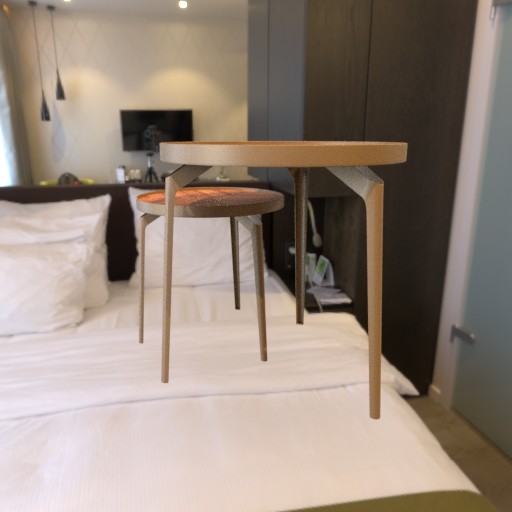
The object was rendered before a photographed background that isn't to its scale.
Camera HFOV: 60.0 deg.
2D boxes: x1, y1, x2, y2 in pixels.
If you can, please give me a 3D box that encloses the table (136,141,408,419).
[{"bbox_3d":[0.000,0.000,1.116,0.532,0.555,0.751,-14,20,-41],"label":"table"}]
